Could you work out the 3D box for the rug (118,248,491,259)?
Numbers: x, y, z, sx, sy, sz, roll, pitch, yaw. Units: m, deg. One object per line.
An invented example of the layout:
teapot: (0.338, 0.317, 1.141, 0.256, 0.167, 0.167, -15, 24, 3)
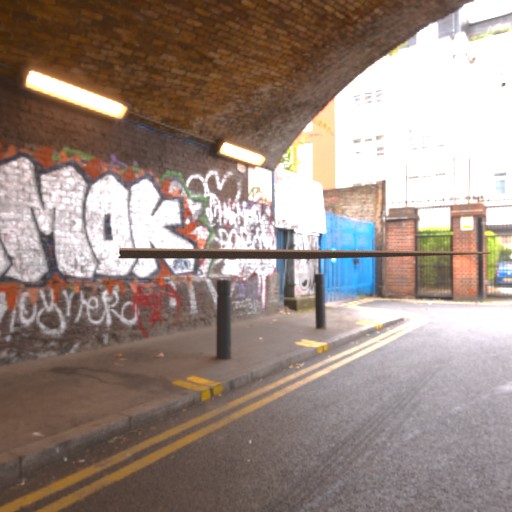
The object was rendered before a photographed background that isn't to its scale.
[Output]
rug: (0.000, 0.000, 4.127, 2.446, 0.015, 3.046, 0, -1, -17)
